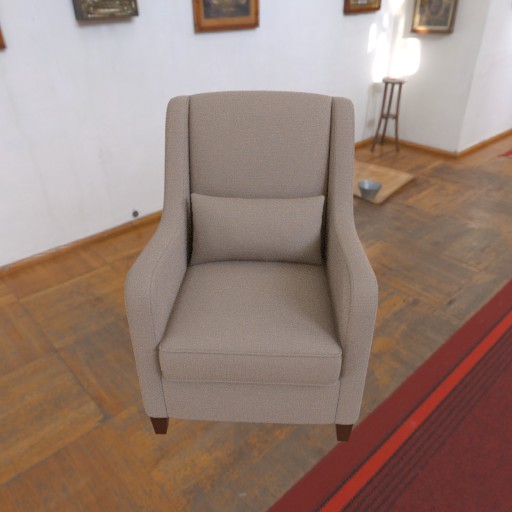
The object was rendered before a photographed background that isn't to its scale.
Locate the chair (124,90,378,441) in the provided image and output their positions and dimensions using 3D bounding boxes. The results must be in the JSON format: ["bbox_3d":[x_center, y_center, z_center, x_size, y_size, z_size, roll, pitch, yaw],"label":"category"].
[{"bbox_3d":[0.000,0.000,1.624,0.715,1.017,0.896,1,30,2],"label":"chair"}]
